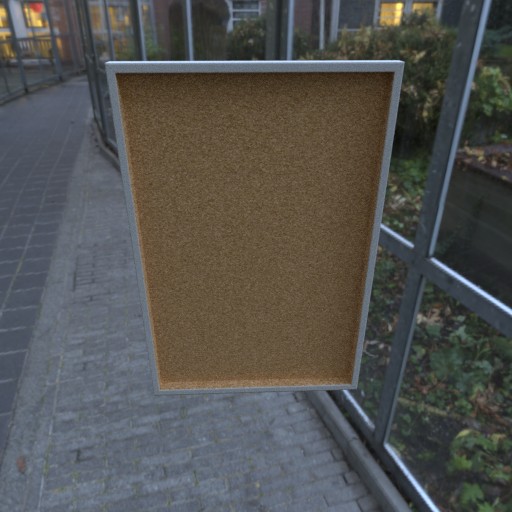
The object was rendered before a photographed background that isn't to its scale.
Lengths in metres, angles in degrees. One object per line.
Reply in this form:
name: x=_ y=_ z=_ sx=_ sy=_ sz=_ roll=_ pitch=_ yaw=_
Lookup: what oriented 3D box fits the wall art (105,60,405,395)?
wall art: x=0.000 y=0.000 z=1.135 sx=0.610 sy=0.914 sz=0.038 roll=-1 pitch=28 yaw=-2
